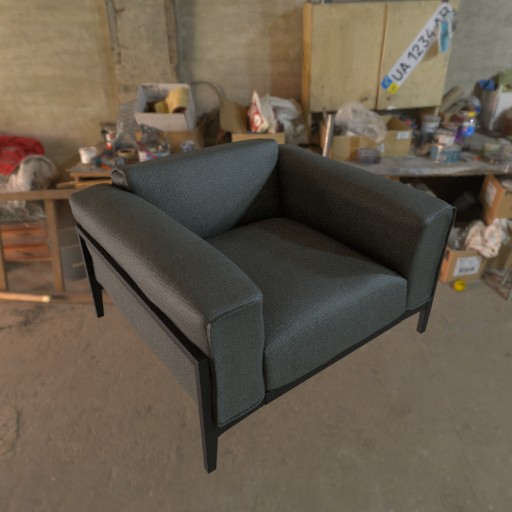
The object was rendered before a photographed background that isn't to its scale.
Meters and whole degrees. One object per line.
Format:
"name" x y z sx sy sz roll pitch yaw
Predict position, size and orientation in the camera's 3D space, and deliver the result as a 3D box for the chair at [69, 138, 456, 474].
"chair" 0.000 0.000 1.681 1.056 0.646 0.969 -21 37 -31
